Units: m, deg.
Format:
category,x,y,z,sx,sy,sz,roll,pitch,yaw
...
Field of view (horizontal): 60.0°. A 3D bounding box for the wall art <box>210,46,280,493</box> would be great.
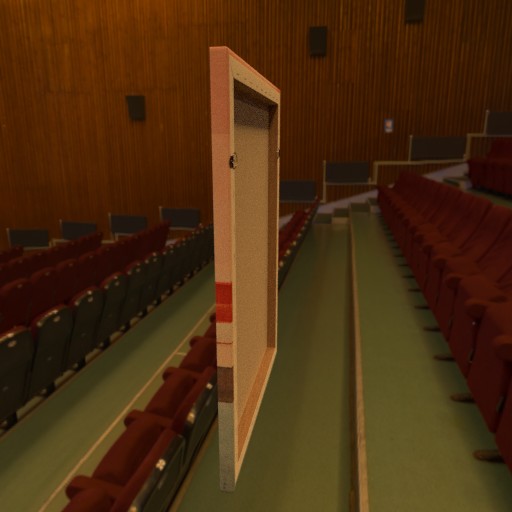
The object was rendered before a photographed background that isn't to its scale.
category,x,y,z,sx,sy,sz,roll,pitch,yaw
wall art,0.000,0.000,1.333,0.039,1.016,0.761,3,15,10
